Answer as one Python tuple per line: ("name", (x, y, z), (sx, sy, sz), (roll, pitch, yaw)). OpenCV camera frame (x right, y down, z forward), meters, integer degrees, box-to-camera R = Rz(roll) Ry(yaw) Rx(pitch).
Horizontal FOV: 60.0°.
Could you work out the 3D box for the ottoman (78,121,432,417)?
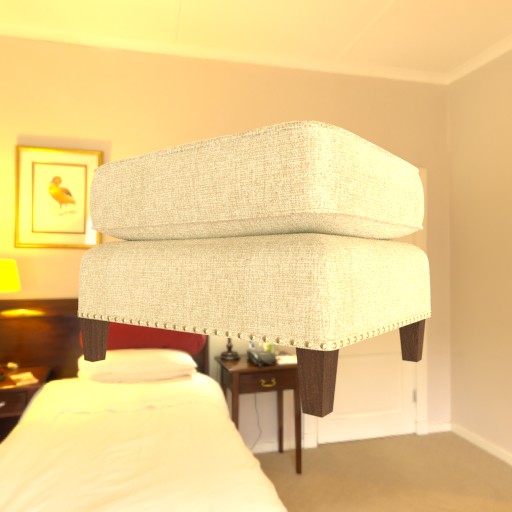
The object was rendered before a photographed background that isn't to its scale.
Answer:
("ottoman", (0.000, 0.000, 1.154), (0.738, 0.537, 0.589), (0, -1, 37))
